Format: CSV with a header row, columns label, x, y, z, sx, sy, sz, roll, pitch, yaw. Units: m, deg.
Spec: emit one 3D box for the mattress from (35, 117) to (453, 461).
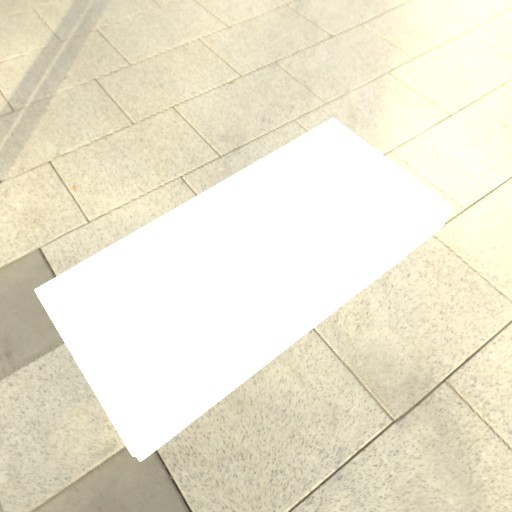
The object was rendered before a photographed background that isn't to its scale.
label,x,y,z,sx,sy,sz,roll,pitch,yaw
mattress,0.000,0.000,2.233,1.900,0.200,0.900,-34,63,-20
